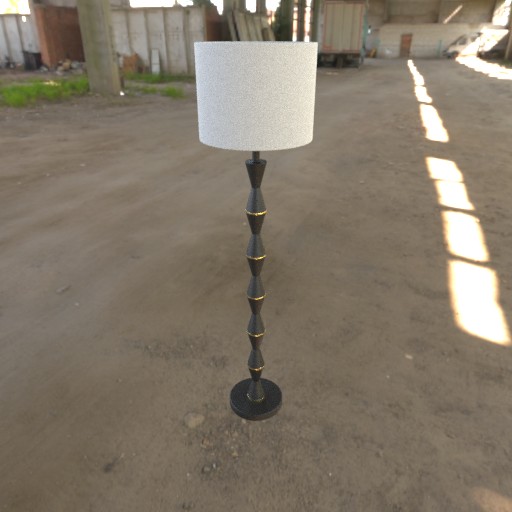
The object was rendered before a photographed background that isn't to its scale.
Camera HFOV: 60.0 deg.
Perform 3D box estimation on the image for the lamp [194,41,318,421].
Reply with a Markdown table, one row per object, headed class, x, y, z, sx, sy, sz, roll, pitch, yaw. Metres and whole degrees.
| class | x | y | z | sx | sy | sz | roll | pitch | yaw |
| --- | --- | --- | --- | --- | --- | --- | --- | --- | --- |
| lamp | 0.000 | 0.000 | 1.702 | 0.381 | 1.480 | 0.381 | -8 | 27 | -15 |
